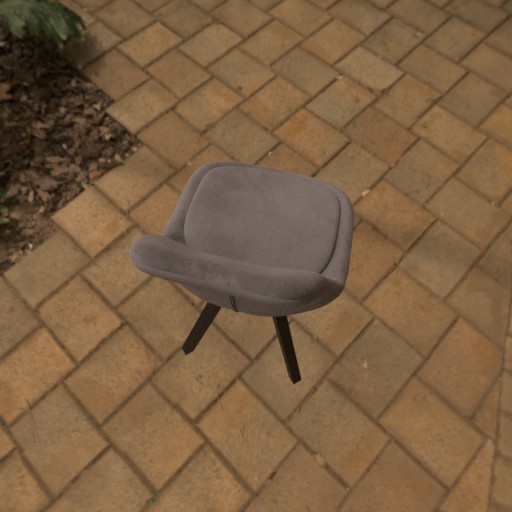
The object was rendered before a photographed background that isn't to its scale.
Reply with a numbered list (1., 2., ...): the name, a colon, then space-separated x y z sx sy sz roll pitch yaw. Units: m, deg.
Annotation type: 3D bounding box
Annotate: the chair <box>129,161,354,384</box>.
1. chair: 0.000 0.000 1.203 0.485 0.850 0.550 13 64 7
